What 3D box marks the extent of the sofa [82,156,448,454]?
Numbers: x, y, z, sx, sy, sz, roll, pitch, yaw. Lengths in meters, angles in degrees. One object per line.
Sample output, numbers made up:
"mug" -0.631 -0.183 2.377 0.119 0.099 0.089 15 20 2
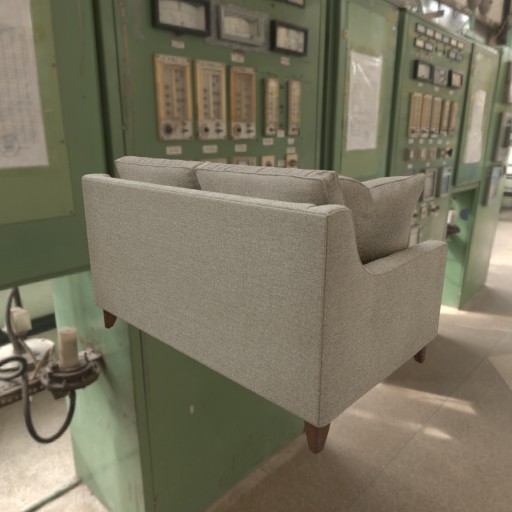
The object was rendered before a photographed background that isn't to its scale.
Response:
"sofa" 0.000 0.000 2.005 1.422 0.863 0.915 15 21 42
